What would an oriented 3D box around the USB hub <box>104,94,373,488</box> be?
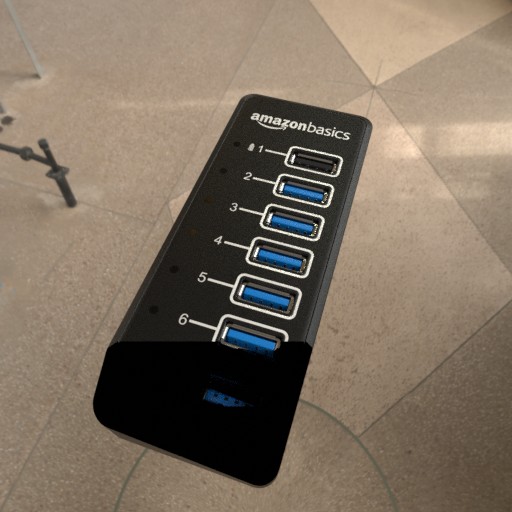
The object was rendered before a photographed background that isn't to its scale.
[{"bbox_3d":[0.000,0.000,0.126,0.044,0.023,0.110,15,59,10],"label":"USB hub"}]
